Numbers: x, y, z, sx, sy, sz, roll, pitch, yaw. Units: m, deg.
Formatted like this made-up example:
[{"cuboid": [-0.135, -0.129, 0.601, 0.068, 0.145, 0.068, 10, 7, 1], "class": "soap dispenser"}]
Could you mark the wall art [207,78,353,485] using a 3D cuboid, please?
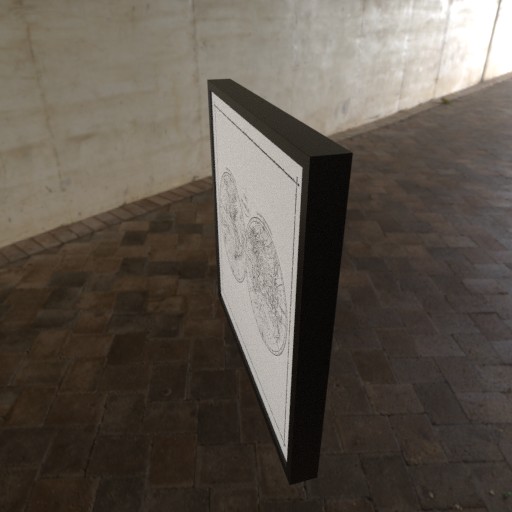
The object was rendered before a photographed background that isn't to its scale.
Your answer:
[{"cuboid": [0.000, 0.000, 0.482, 0.029, 0.318, 0.327, -8, 31, -14], "class": "wall art"}]
